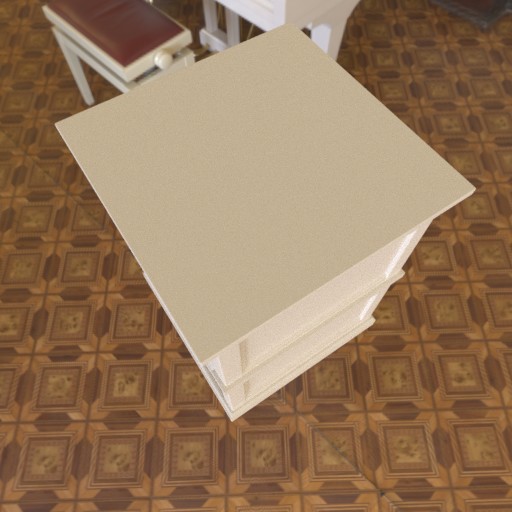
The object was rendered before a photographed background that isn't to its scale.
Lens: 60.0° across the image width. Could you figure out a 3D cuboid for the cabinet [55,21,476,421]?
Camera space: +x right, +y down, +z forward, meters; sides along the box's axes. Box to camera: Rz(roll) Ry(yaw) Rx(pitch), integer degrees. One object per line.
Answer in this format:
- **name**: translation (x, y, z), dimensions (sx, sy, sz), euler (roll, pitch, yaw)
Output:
- **cabinet**: translation (0.000, 0.000, 1.136), dimensions (0.547, 0.775, 0.544), euler (-30, 66, -15)
